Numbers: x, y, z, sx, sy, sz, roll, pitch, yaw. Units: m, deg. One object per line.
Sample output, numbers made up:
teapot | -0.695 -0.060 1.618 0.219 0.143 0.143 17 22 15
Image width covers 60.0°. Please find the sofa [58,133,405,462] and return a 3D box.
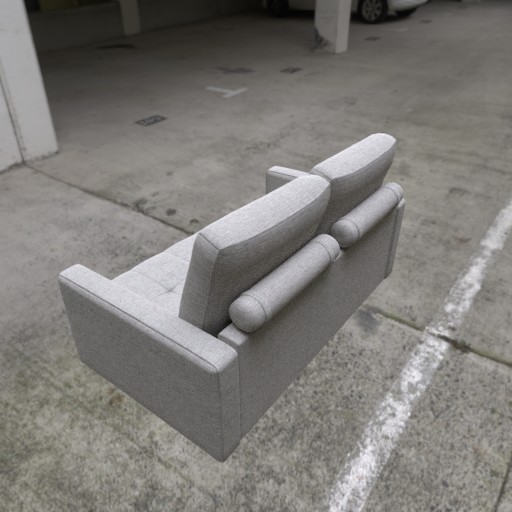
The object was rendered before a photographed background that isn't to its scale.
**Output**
sofa | 0.000 0.000 1.940 0.842 0.907 1.407 22 38 31
